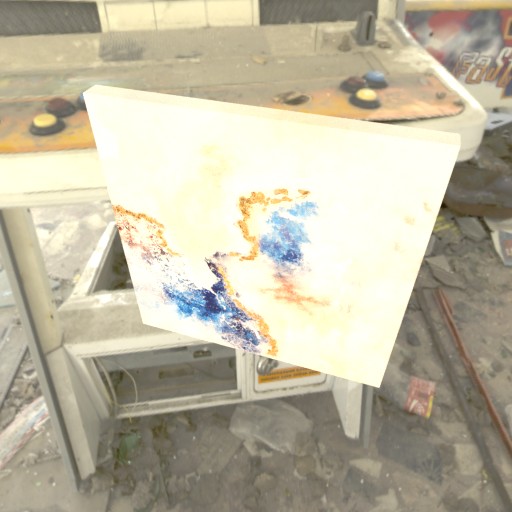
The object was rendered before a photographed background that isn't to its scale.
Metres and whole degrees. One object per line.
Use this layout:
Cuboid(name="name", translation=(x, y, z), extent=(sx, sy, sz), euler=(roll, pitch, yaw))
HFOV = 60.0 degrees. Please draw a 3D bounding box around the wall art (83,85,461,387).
Cuboid(name="wall art", translation=(0.000, 0.000, 1.567), extent=(1.061, 1.061, 0.071), euler=(12, 43, 13))
